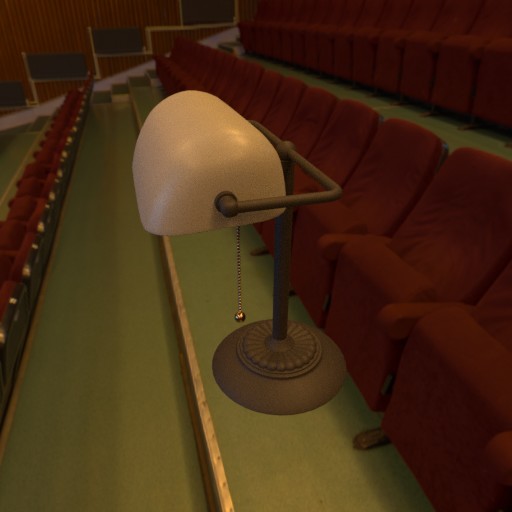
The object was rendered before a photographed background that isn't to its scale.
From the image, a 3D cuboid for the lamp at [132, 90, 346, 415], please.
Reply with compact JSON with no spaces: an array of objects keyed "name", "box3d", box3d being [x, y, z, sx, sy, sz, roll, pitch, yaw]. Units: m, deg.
[{"name":"lamp","box3d":[0.000,0.000,0.505,0.243,0.339,0.264,-8,31,-14]}]
